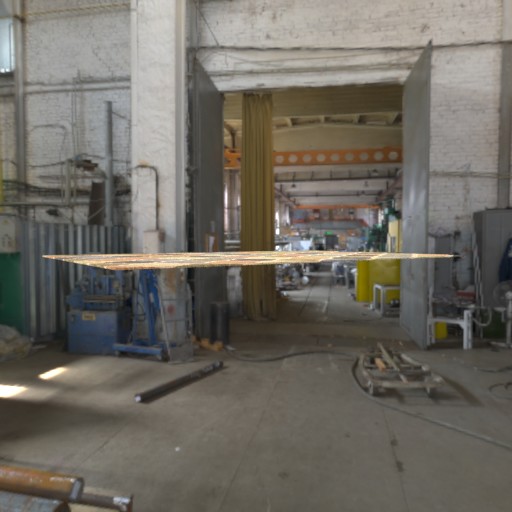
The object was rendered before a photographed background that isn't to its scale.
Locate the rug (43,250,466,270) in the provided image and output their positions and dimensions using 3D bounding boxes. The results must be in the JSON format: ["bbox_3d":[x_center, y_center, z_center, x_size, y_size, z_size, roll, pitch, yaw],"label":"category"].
[{"bbox_3d":[0.000,0.000,2.299,1.828,0.006,1.216,-1,3,-35],"label":"rug"}]
